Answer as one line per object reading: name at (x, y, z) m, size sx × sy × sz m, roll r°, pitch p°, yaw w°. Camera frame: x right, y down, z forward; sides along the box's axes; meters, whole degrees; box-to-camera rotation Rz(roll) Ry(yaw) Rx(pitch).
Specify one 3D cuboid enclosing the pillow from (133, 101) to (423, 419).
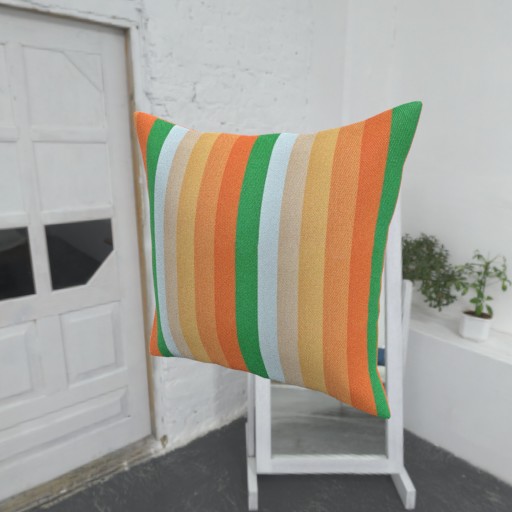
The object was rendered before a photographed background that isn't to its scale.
pillow at (0.000, 0.000, 0.693) m, size 0.453 × 0.444 × 0.169 m, roll 8°, pitch 17°, yaw 26°
